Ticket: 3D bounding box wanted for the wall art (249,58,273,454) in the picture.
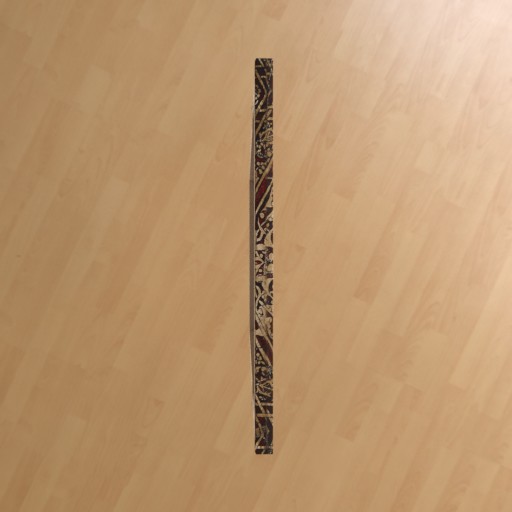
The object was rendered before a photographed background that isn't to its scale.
[{"bbox_3d":[0.000,0.000,0.743,0.020,0.599,0.397,0,90,-1],"label":"wall art"}]
